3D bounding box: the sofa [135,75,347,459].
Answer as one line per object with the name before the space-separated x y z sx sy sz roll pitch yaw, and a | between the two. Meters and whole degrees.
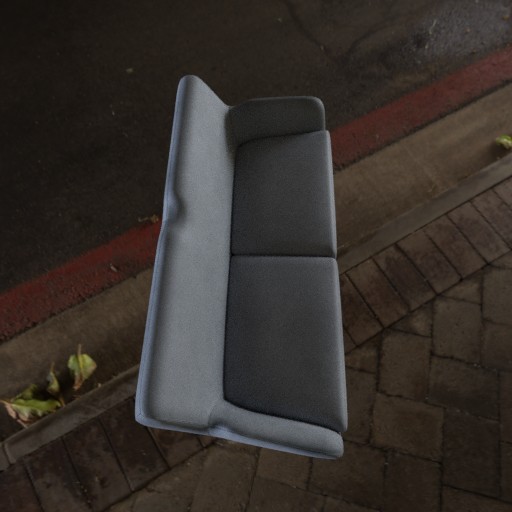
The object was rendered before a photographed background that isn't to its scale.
sofa | 0.000 0.000 2.257 0.850 0.810 1.870 1 64 1
